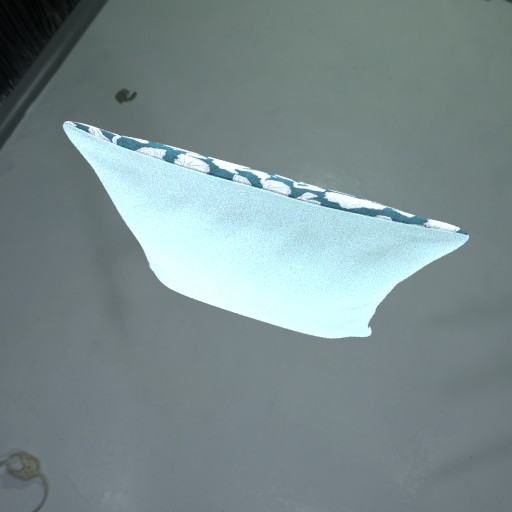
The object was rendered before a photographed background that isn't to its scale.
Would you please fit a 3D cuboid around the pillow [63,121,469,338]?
[{"bbox_3d":[0.000,0.000,0.774,0.525,0.508,0.166,17,67,7],"label":"pillow"}]
